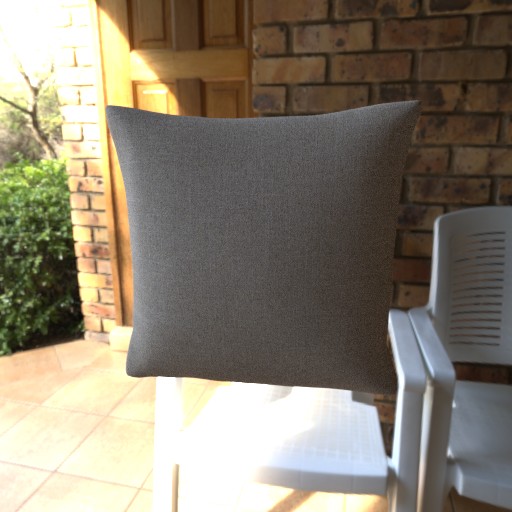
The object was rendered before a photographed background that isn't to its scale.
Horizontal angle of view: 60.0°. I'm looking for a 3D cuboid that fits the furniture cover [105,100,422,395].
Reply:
[{"bbox_3d":[0.000,0.000,0.765,0.511,0.503,0.162,2,15,7],"label":"furniture cover"}]
